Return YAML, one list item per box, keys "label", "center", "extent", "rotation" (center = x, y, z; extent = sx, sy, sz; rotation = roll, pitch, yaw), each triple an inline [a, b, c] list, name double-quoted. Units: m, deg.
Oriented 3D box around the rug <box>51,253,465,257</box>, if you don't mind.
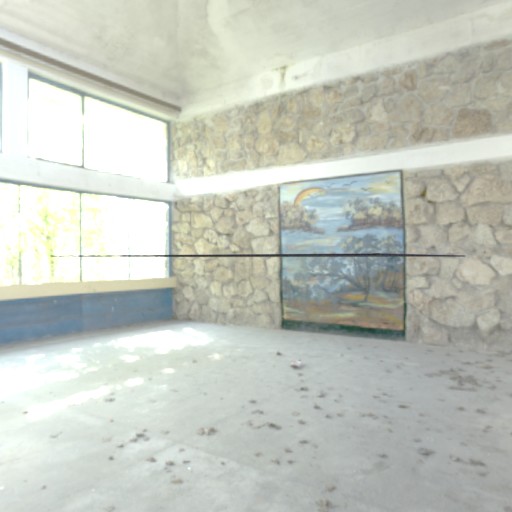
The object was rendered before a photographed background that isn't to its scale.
- label: "rug"
  center: [0.000, 0.000, 3.800]
  extent: [2.940, 0.011, 2.053]
  rotation: [0, 0, 36]
